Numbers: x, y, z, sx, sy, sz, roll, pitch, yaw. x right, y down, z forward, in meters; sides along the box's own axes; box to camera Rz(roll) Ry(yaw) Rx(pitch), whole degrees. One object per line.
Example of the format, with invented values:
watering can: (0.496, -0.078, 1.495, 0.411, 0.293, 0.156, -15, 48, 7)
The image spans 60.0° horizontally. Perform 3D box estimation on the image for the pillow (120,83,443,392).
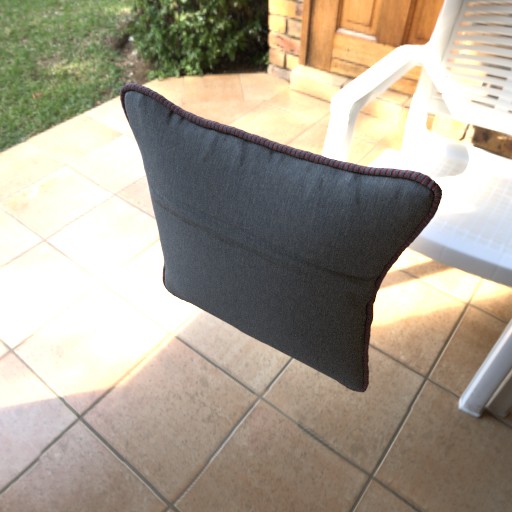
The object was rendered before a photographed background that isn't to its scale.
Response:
pillow: (0.000, 0.000, 0.738, 0.482, 0.491, 0.124, 24, 51, 21)
